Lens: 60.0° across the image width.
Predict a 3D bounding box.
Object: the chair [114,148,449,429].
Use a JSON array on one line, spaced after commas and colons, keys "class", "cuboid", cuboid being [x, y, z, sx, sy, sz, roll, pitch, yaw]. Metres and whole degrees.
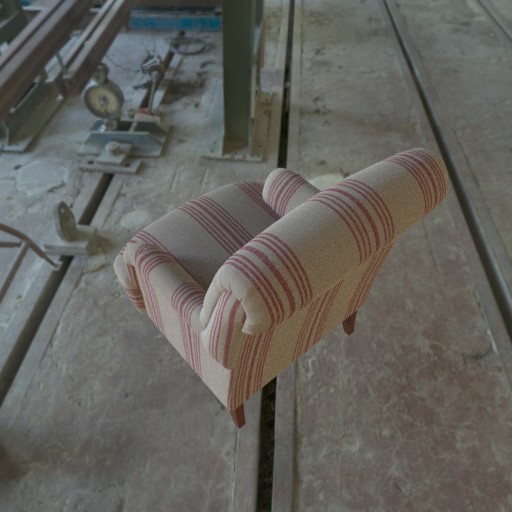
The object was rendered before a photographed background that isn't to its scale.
[{"class": "chair", "cuboid": [0.000, 0.000, 1.868, 0.933, 1.123, 1.058, -32, 54, -27]}]
